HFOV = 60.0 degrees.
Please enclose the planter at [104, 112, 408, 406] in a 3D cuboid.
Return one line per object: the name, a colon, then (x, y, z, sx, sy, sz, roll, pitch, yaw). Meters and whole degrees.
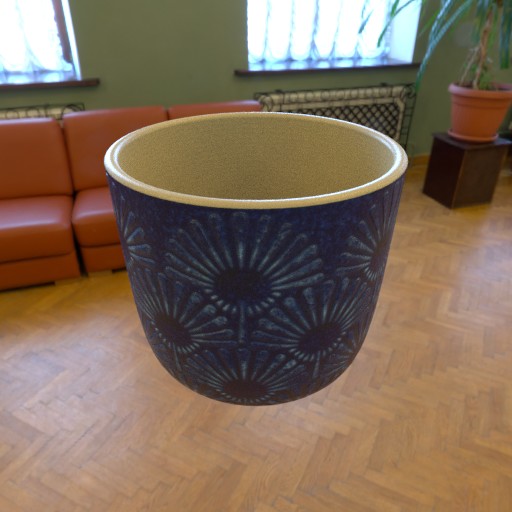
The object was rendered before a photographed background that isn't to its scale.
planter: (0.000, 0.000, 0.215, 0.124, 0.109, 0.124, 0, 31, 0)
